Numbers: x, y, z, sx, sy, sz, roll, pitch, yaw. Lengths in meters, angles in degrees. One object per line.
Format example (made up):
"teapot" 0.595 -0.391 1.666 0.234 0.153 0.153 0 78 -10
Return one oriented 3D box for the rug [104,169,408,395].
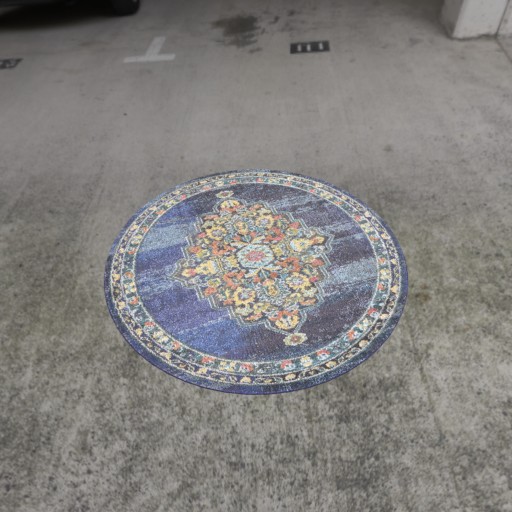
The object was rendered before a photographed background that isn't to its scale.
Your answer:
"rug" 0.000 0.000 2.381 1.591 0.010 1.591 0 46 0
